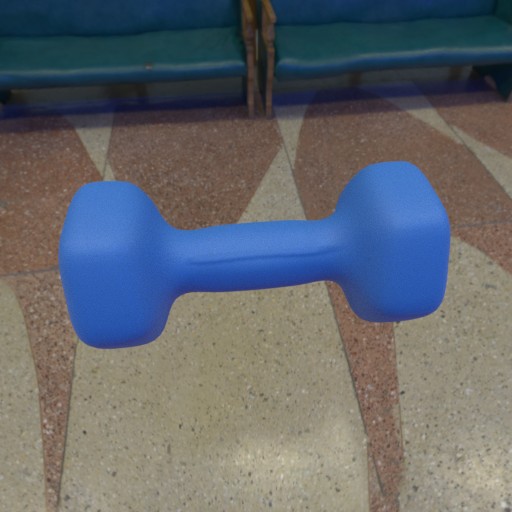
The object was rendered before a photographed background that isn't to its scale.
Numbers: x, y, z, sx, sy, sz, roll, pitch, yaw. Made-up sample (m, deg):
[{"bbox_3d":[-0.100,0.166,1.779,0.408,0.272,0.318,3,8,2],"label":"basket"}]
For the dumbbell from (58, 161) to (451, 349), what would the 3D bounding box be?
[{"bbox_3d":[0.000,0.000,0.266,0.212,0.093,0.103,-4,48,-4],"label":"dumbbell"}]
